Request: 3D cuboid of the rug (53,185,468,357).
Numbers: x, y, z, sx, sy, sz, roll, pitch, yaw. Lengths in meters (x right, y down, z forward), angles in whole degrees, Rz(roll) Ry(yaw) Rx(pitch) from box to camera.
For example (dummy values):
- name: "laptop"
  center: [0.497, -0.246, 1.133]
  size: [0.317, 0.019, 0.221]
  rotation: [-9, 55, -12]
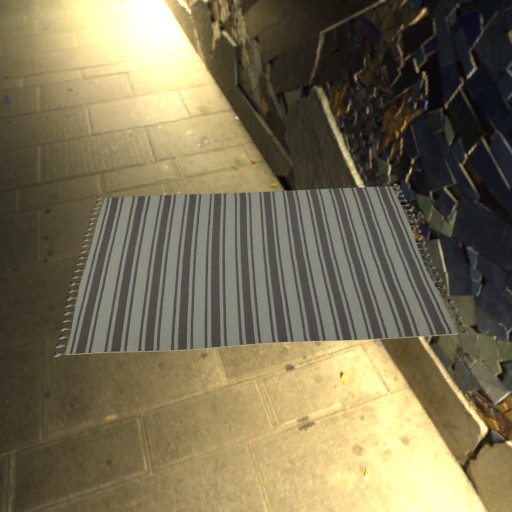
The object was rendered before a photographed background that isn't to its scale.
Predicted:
- name: "rug"
  center: [0.000, 0.000, 2.619]
  size: [2.096, 0.011, 1.229]
  rotation: [-3, 47, -3]
